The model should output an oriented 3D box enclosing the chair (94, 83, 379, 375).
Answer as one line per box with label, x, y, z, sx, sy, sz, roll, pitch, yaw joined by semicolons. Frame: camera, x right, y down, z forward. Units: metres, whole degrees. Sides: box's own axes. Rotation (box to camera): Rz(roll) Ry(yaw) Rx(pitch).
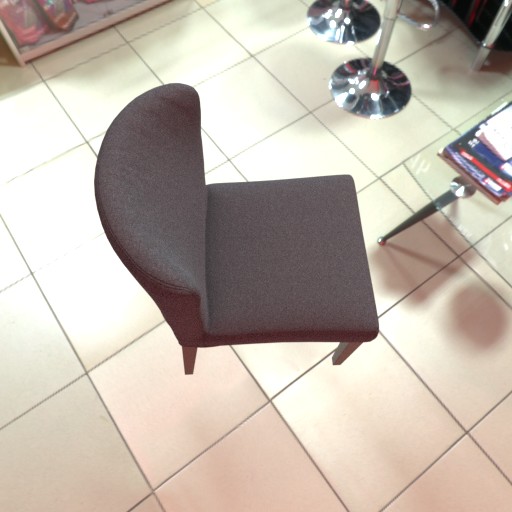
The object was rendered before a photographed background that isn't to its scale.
chair;0.000;0.000;1.184;0.592;0.839;0.491;-3;64;-1
